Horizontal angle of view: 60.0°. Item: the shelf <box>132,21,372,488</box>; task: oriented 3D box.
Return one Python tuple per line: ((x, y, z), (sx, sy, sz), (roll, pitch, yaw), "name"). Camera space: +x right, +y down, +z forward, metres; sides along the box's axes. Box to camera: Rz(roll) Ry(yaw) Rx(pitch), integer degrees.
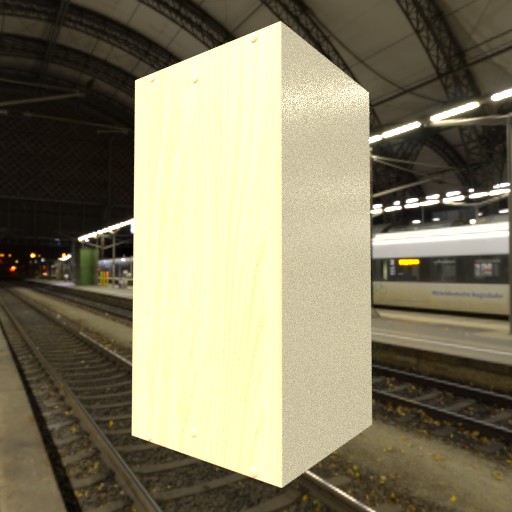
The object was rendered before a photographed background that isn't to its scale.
((0.000, 0.000, 0.767), (0.297, 0.594, 0.290), (-2, -3, 37), "shelf")
